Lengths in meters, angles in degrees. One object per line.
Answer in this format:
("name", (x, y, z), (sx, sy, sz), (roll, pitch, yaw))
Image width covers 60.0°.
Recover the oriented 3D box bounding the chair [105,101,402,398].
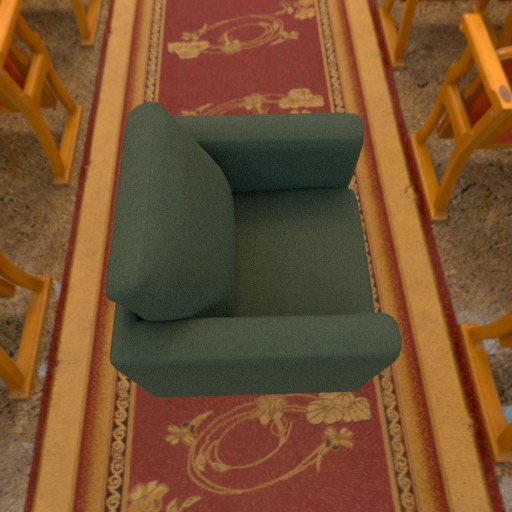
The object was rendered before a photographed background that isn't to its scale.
("chair", (0.000, 0.000, 1.540), (0.800, 0.927, 0.855), (-2, 65, -1))
